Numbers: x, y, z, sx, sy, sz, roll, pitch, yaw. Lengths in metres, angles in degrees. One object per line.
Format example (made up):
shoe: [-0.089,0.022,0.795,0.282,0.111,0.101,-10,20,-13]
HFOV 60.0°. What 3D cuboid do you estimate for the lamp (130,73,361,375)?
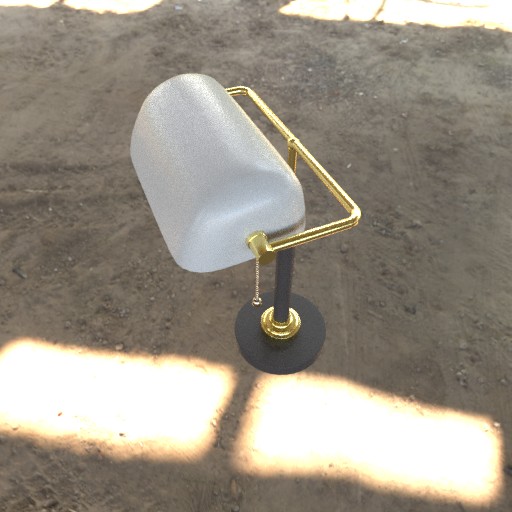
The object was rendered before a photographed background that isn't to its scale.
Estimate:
lamp: [0.000,0.000,0.550,0.227,0.404,0.269,-18,50,-16]
